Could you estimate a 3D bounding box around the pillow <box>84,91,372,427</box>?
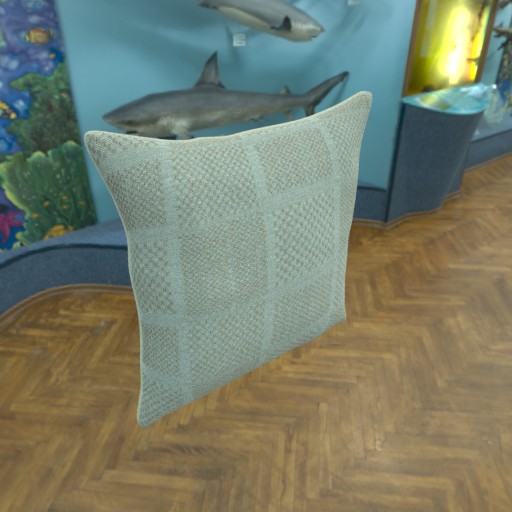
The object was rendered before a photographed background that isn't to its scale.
[{"bbox_3d":[0.000,0.000,0.668,0.436,0.432,0.138,-20,35,-31],"label":"pillow"}]
